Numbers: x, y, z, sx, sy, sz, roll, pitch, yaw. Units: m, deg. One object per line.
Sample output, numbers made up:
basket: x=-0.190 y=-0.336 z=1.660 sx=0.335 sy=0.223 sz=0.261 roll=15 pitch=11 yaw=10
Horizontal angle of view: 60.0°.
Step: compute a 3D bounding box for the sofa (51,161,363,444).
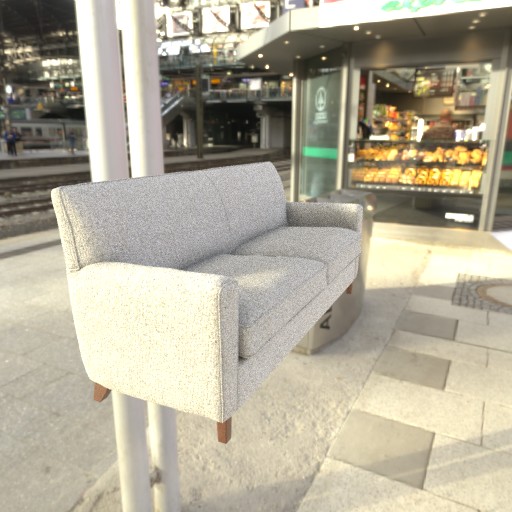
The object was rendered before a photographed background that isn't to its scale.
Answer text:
sofa: x=0.000 y=0.000 z=2.519 sx=0.854 sy=0.942 sz=2.026 roll=7 pitch=17 yaw=25
